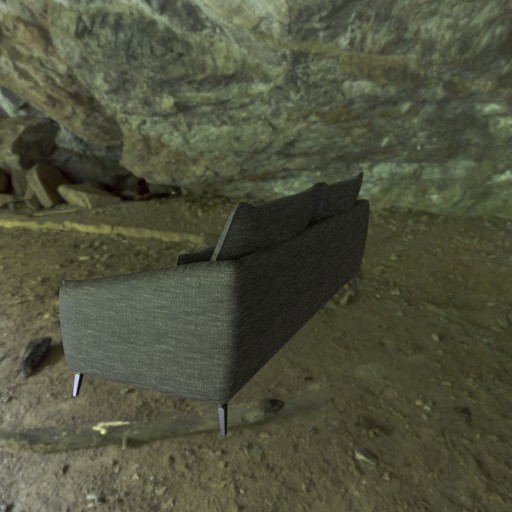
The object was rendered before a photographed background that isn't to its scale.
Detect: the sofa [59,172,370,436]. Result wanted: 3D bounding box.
[{"bbox_3d":[0.000,0.000,2.461,0.807,0.843,2.019,7,16,26],"label":"sofa"}]
